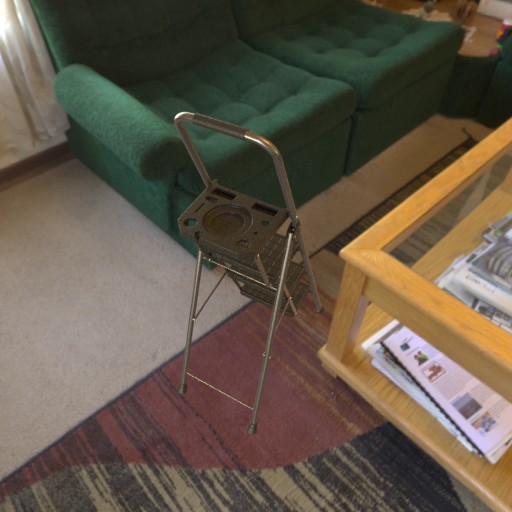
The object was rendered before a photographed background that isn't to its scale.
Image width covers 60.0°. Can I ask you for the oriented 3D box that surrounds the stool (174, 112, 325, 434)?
[{"bbox_3d":[0.000,0.000,1.623,0.396,1.277,0.733,23,52,19],"label":"stool"}]
